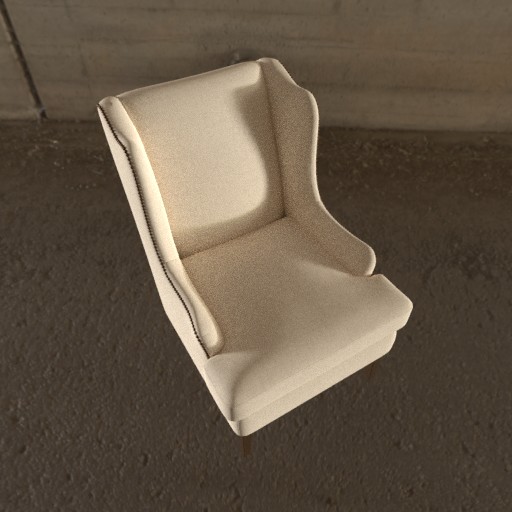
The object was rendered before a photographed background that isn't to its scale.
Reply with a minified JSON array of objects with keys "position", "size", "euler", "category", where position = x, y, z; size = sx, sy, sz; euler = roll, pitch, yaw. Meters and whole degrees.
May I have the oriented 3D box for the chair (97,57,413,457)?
[{"position":[0.000,0.000,1.633],"size":[0.737,1.029,0.940],"euler":[-23,51,-21],"category":"chair"}]
